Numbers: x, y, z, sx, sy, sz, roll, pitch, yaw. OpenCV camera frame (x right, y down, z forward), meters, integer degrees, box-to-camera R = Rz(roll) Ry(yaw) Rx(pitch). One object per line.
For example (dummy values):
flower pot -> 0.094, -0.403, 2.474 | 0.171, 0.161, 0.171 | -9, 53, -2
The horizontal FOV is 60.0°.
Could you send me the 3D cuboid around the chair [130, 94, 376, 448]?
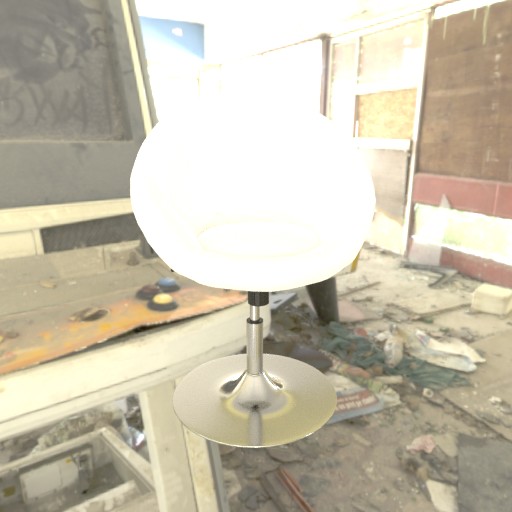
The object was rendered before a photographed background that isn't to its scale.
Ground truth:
chair -> 0.000, 0.000, 1.780 | 0.940, 1.261, 0.736 | -2, 16, -8
